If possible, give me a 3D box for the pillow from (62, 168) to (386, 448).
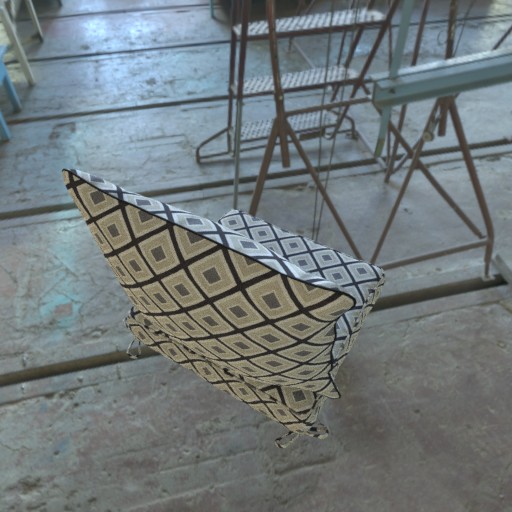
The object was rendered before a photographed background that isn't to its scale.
[{"bbox_3d":[0.000,0.000,1.357,0.798,0.722,0.733,24,51,21],"label":"pillow"}]
